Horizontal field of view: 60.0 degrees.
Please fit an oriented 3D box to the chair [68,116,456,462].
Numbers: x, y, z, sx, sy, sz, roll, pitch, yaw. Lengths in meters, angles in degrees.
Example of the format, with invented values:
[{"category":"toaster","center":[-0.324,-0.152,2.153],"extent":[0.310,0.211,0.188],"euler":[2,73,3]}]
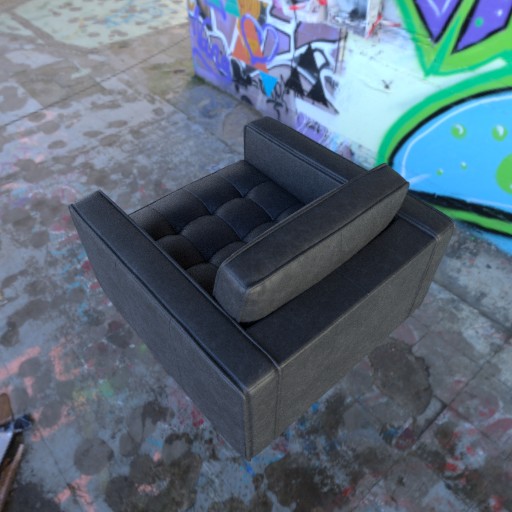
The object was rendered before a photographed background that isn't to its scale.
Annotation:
[{"category":"chair","center":[0.000,0.000,1.545],"extent":[0.889,0.763,0.914],"euler":[-33,55,-27]}]
